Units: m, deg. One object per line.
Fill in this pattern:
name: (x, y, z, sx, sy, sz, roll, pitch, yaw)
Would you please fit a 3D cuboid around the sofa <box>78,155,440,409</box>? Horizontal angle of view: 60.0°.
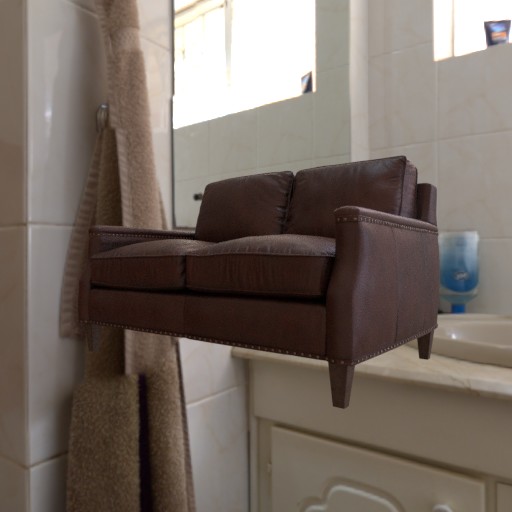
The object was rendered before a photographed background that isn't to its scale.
sofa: (0.000, 0.000, 2.283, 1.628, 1.003, 1.083, 0, 0, 38)
